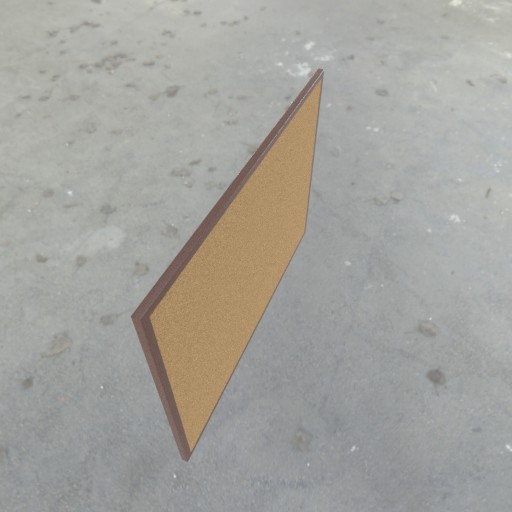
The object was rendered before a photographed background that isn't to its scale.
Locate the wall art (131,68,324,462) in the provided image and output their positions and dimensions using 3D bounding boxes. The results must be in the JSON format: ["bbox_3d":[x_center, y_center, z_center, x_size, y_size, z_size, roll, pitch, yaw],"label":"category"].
[{"bbox_3d":[0.000,0.000,0.854,0.014,0.455,0.660,18,50,16],"label":"wall art"}]
